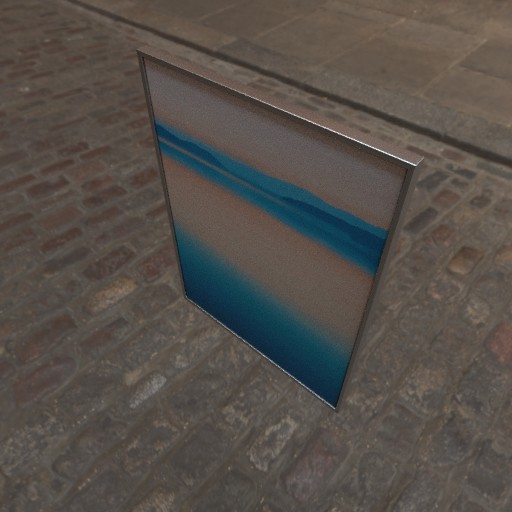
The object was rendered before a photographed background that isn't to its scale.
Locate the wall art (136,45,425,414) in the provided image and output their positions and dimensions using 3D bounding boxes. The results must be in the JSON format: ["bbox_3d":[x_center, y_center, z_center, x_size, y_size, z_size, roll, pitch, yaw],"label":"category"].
[{"bbox_3d":[0.000,0.000,1.381,0.801,1.062,0.037,32,54,27],"label":"wall art"}]
